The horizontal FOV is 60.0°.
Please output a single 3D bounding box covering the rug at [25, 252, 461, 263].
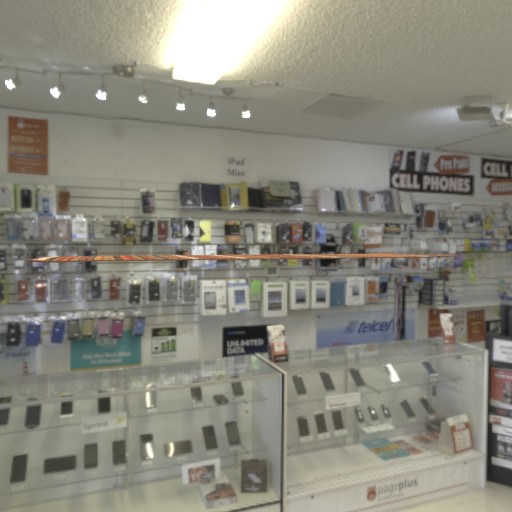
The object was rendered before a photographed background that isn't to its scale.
[{"bbox_3d":[0.000,0.000,2.743,2.444,0.030,0.799,0,1,-18],"label":"rug"}]
